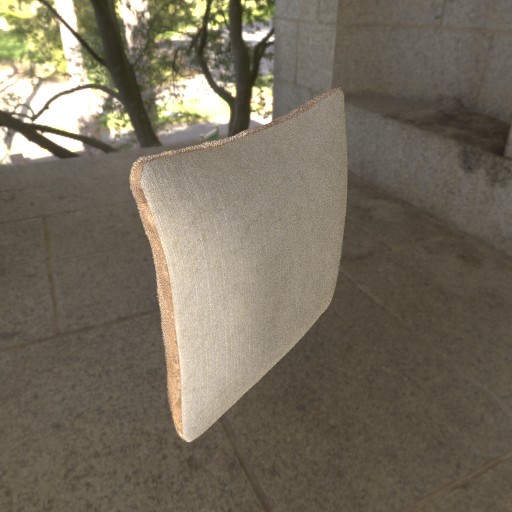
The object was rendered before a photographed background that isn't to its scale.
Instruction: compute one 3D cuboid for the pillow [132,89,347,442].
[{"bbox_3d":[0.000,0.000,0.816,0.216,0.525,0.538,20,36,30],"label":"pillow"}]
